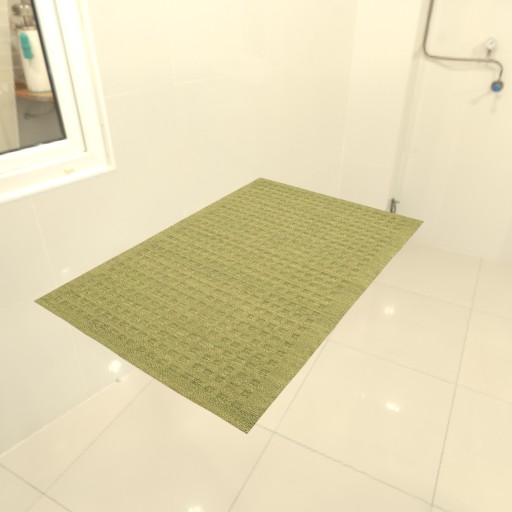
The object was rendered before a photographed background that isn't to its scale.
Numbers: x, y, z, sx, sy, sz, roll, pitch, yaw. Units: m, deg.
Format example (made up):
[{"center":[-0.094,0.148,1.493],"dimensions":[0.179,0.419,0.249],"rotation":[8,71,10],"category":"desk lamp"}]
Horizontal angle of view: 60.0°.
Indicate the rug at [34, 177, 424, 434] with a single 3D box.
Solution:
[{"center":[0.000,0.000,2.975],"dimensions":[1.529,0.007,2.297],"rotation":[21,38,29],"category":"rug"}]
